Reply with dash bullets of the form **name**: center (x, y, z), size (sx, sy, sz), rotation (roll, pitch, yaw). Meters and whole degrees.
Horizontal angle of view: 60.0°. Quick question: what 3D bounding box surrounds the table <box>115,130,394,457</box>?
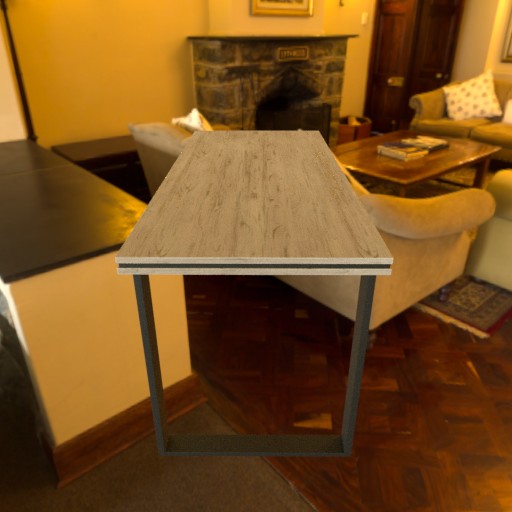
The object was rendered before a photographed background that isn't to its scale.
- **table**: center (0.000, 0.000, 2.260), size (0.795, 0.899, 1.778), rotation (0, 27, 0)
